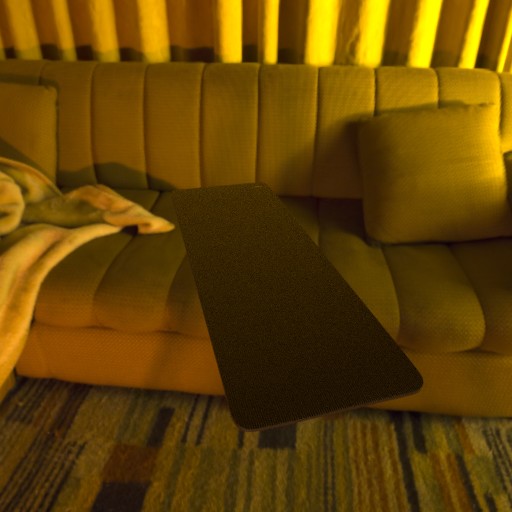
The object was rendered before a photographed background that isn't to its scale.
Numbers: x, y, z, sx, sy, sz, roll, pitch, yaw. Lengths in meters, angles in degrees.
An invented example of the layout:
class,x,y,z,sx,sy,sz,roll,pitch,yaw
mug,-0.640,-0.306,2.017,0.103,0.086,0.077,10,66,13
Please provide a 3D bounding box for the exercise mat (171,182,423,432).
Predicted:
class,x,y,z,sx,sy,sz,roll,pitch,yaw
exercise mat,0.000,0.000,2.069,0.616,0.021,1.869,-8,31,-13
